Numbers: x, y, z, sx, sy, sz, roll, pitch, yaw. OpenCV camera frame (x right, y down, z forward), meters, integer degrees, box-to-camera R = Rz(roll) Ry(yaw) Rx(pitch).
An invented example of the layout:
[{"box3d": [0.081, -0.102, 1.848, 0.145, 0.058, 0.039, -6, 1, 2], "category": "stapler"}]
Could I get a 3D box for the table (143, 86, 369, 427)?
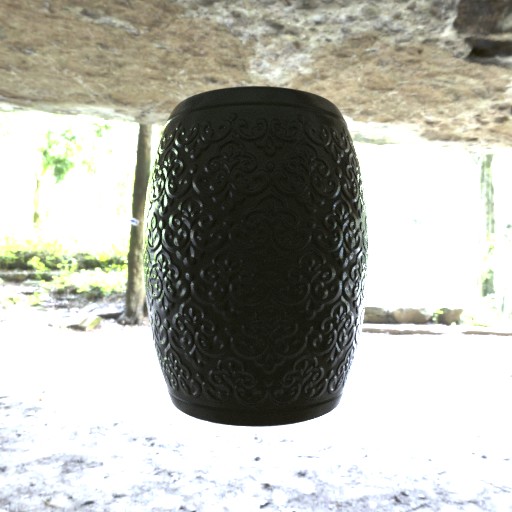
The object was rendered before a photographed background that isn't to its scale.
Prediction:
[{"box3d": [0.000, 0.000, 0.625, 0.309, 0.397, 0.309, 0, 0, 0], "category": "table"}]
